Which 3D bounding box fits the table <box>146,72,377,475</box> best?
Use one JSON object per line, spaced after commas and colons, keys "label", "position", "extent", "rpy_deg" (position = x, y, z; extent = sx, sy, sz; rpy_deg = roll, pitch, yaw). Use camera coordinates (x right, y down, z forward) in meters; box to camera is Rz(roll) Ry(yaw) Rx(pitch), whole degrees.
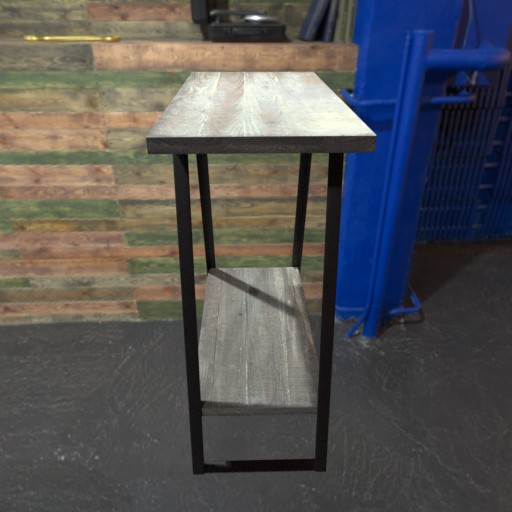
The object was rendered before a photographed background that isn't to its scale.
{"label": "table", "position": [0.000, 0.000, 1.006], "extent": [0.300, 0.701, 0.599], "rpy_deg": [-1, 30, -1]}
